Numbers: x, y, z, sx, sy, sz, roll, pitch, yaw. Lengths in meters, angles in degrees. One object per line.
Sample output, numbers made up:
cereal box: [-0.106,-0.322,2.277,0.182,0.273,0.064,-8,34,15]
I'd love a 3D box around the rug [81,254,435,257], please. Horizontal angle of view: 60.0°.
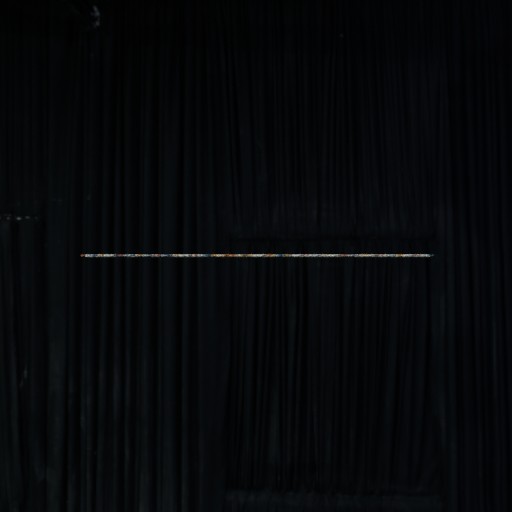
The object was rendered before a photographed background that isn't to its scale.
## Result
rug: [0.000,0.000,3.170,1.523,0.010,2.584,0,0,0]
